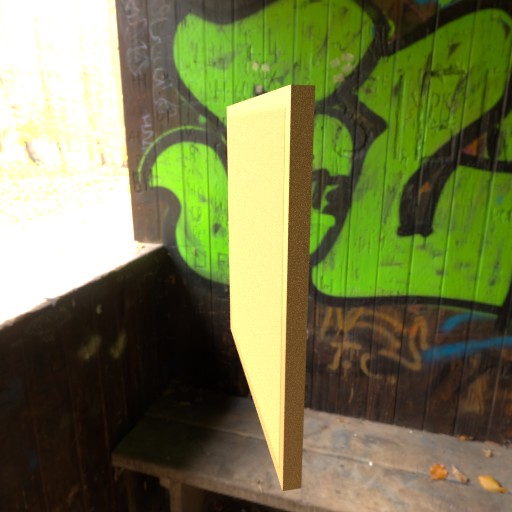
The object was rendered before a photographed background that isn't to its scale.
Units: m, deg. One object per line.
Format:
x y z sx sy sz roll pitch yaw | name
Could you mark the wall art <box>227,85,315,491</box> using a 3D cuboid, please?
0.000 0.000 2.894 0.099 1.926 1.926 -3 16 -11 | wall art
